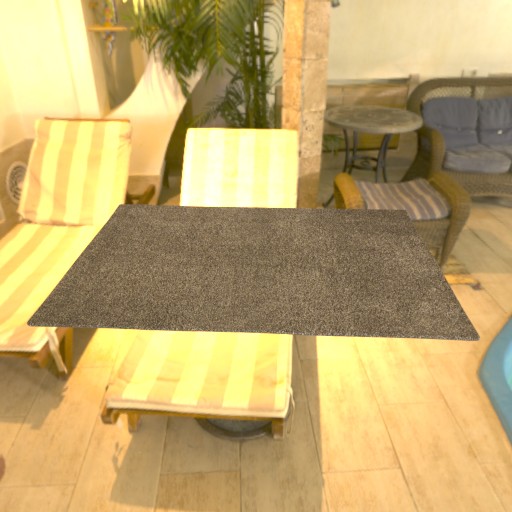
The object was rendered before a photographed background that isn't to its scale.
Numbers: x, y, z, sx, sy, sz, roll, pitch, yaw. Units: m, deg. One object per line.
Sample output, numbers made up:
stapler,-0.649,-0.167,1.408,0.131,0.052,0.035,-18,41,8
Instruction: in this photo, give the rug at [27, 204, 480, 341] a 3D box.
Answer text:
rug,0.000,0.000,3.406,2.699,0.026,1.802,1,30,2
